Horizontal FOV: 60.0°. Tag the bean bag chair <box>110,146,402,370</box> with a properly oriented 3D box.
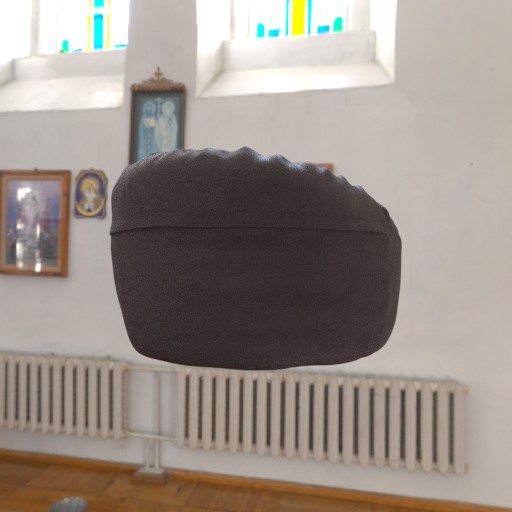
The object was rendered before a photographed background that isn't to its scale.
[{"bbox_3d":[0.000,0.000,2.036,1.245,0.821,1.245,0,-1,0],"label":"bean bag chair"}]
